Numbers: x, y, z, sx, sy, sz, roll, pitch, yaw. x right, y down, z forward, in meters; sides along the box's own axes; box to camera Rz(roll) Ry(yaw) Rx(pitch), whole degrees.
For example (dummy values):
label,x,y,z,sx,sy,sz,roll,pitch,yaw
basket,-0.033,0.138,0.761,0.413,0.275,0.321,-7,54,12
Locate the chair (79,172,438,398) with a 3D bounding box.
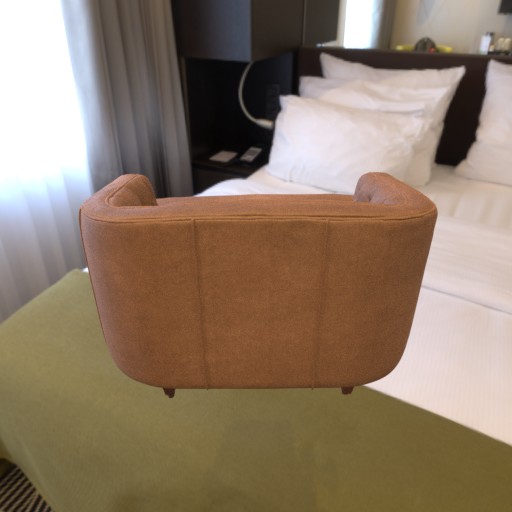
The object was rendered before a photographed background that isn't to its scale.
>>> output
label,x,y,z,sx,sy,sz,roll,pitch,yaw
chair,0.000,0.000,1.731,1.118,0.787,0.914,-1,31,-1
